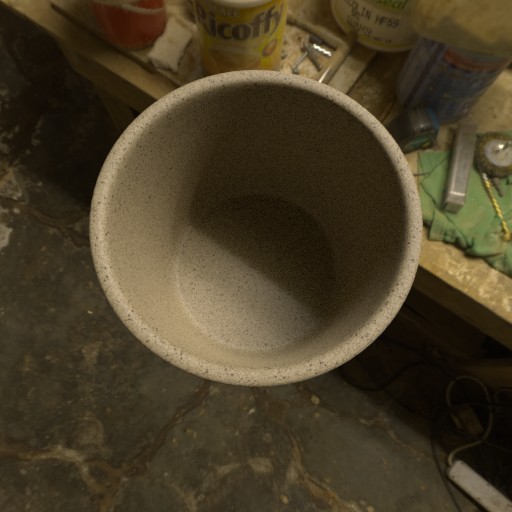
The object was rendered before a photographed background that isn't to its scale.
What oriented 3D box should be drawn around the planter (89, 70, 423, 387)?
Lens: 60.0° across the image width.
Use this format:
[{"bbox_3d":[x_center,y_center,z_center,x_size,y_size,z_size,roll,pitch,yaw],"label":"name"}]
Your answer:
[{"bbox_3d":[0.000,0.000,0.415,0.228,0.235,0.228,0,76,0],"label":"planter"}]
